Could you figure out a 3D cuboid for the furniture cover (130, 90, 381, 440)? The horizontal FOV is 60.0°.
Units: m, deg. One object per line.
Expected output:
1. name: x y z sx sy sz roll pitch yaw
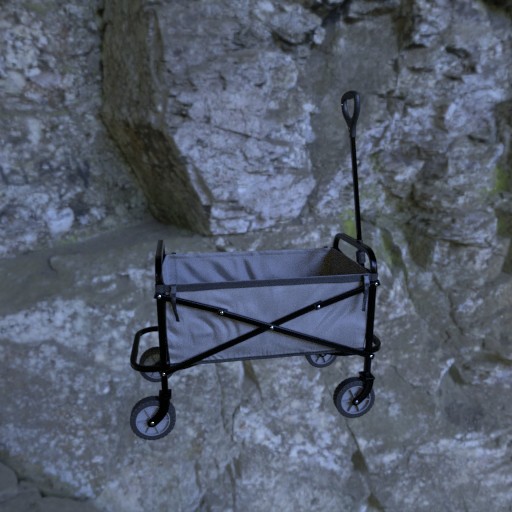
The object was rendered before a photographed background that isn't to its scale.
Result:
1. furniture cover: 0.000 0.000 1.824 1.038 1.295 0.532 -3 15 -10
